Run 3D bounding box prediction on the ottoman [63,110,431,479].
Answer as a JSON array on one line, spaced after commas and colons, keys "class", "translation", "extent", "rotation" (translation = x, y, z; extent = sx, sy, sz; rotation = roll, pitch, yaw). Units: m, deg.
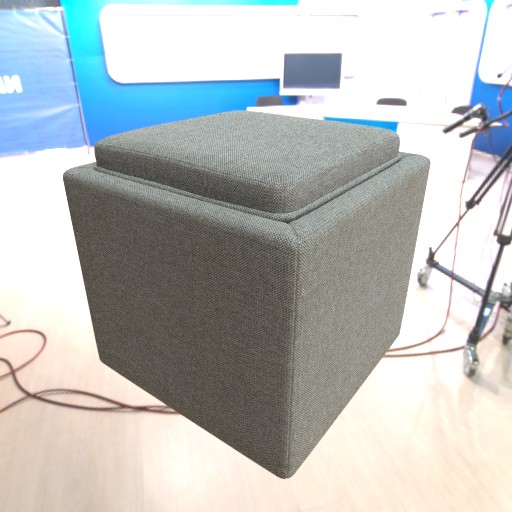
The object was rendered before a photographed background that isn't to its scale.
[{"class": "ottoman", "translation": [0.000, 0.000, 0.817], "extent": [0.450, 0.460, 0.450], "rotation": [19, 32, 32]}]
